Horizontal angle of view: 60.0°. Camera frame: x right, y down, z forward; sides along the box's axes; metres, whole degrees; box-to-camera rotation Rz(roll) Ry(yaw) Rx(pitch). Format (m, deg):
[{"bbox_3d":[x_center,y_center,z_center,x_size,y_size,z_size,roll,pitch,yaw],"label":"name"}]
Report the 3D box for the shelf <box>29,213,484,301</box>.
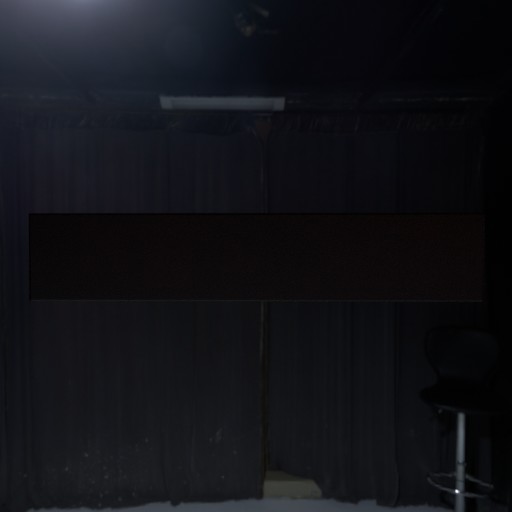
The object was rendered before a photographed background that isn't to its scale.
[{"bbox_3d":[0.000,0.000,0.521,0.457,0.088,0.152,0,1,1],"label":"shelf"}]
